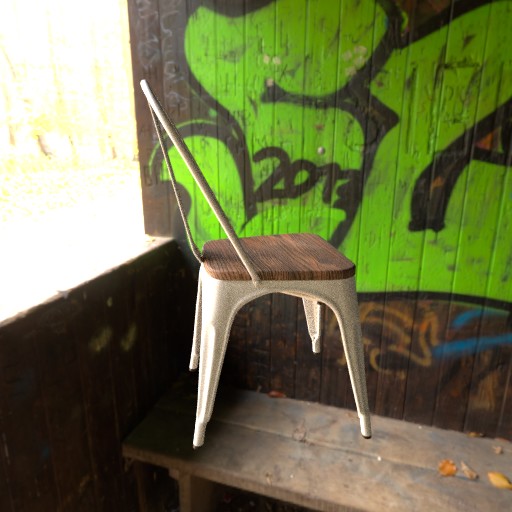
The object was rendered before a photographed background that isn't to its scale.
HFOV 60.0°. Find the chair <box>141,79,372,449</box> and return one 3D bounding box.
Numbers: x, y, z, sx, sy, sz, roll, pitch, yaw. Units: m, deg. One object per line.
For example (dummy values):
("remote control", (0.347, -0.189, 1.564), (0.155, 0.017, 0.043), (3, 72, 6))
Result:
("chair", (0.000, 0.000, 1.162), (0.521, 0.851, 0.452), (-3, 17, -9))
